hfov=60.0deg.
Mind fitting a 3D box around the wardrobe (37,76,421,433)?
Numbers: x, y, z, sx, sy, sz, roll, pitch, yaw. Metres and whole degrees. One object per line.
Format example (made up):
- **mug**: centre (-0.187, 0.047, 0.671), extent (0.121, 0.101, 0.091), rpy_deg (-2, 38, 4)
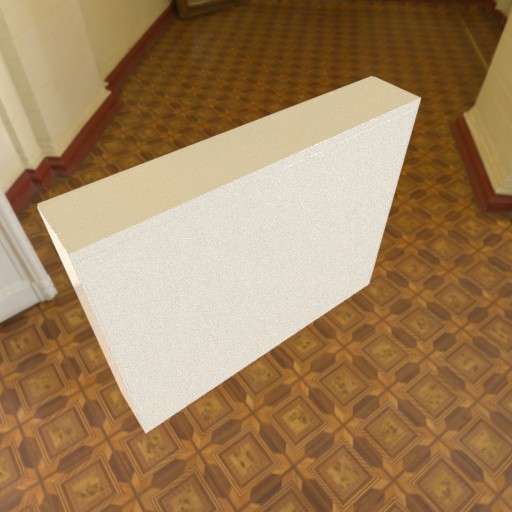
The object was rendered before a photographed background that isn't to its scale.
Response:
- **wardrobe**: centre (0.000, 0.000, 4.042), extent (3.000, 2.360, 0.580), rpy_deg (-29, 52, -25)
